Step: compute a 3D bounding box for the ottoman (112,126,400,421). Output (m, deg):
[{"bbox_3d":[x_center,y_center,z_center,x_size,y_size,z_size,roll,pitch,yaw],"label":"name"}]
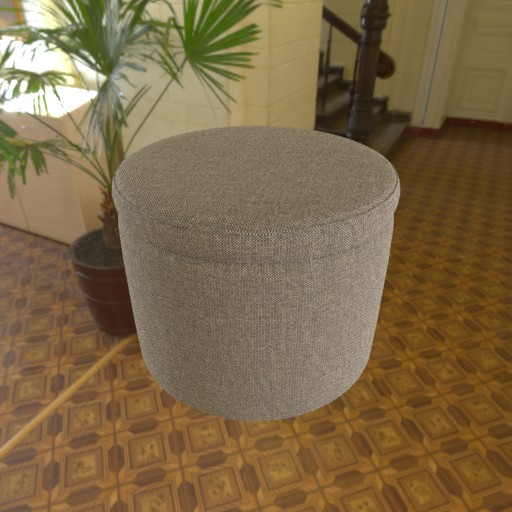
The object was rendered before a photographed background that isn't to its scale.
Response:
[{"bbox_3d":[0.000,0.000,0.918,0.520,0.430,0.520,0,32,0],"label":"ottoman"}]
